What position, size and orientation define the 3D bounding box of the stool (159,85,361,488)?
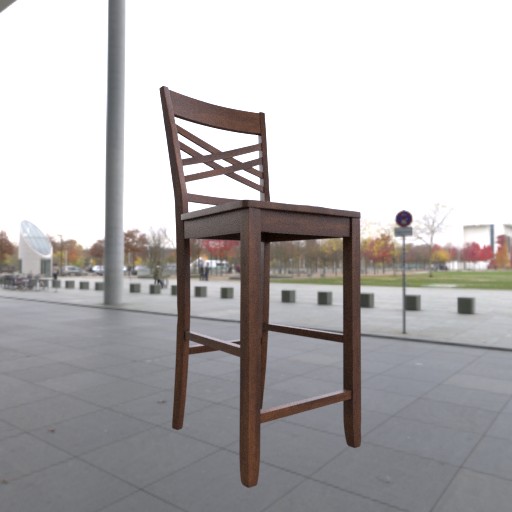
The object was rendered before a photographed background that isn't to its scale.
[{"bbox_3d":[0.000,0.000,1.361,0.426,1.098,0.504,1,-2,-37],"label":"stool"}]
